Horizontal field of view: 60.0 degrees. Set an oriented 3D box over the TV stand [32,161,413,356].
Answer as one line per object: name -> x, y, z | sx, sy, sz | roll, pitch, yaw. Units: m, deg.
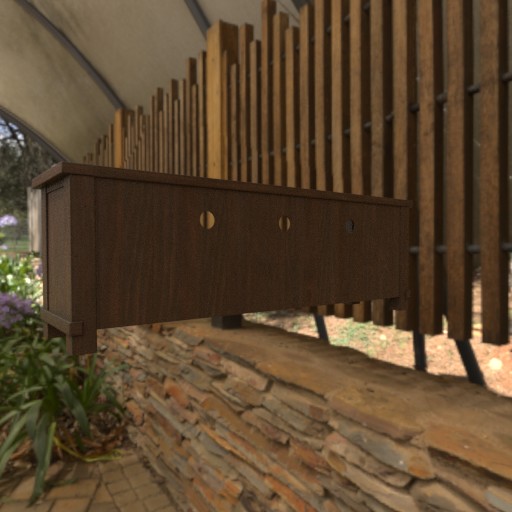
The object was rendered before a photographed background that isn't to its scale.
TV stand -> 0.000, 0.000, 2.128 | 1.866, 0.615, 0.471 | -1, 1, -37
